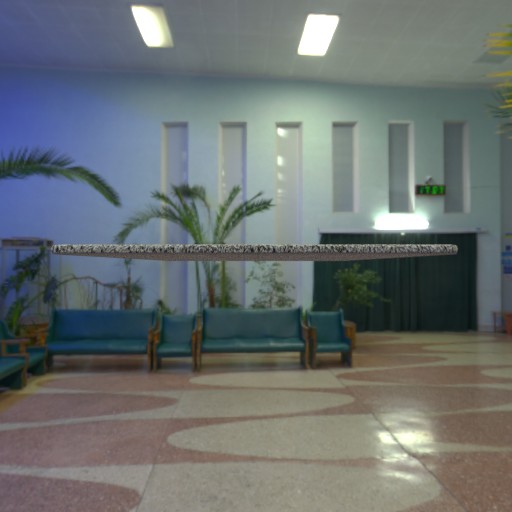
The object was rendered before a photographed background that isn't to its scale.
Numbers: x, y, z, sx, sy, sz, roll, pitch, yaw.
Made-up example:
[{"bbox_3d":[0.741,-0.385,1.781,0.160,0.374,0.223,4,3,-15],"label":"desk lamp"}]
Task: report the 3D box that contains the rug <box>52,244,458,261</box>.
[{"bbox_3d":[0.000,0.000,2.205,1.219,0.030,1.778,0,-1,0],"label":"rug"}]
